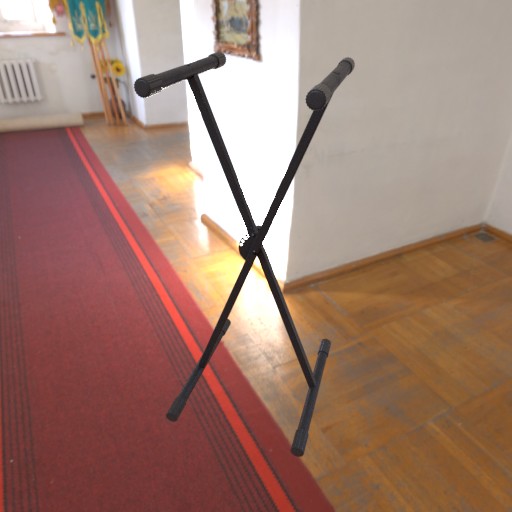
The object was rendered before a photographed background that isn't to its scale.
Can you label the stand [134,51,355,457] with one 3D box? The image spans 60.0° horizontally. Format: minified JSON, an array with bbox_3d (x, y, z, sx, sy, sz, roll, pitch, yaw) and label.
[{"bbox_3d":[0.000,0.000,1.181,0.409,0.940,0.449,9,33,15],"label":"stand"}]
